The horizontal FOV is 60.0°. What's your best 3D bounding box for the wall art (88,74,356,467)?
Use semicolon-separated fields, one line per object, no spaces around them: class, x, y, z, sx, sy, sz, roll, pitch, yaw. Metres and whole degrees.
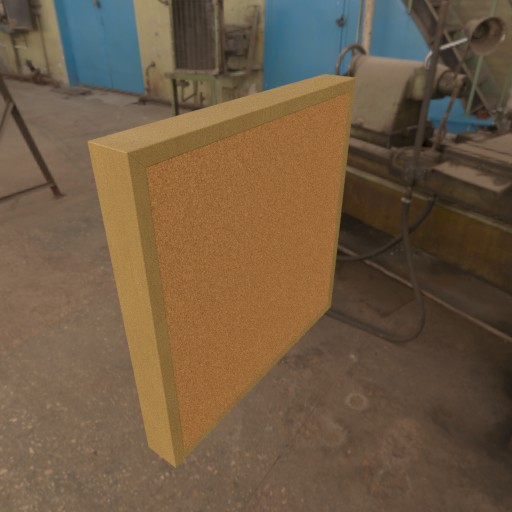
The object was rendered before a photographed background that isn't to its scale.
wall art;0.000;0.000;0.452;0.038;0.305;0.305;21;37;30
